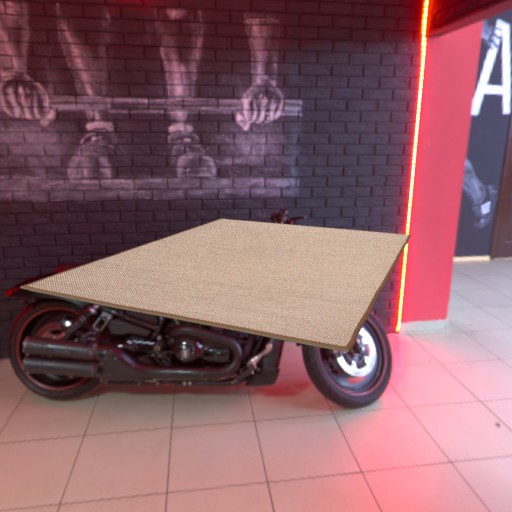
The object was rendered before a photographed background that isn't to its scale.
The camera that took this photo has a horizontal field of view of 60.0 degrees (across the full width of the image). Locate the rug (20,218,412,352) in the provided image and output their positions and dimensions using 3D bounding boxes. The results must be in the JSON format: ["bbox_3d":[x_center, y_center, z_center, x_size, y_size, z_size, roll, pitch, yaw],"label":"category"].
[{"bbox_3d":[0.000,0.000,4.049,2.413,0.020,3.041,7,17,24],"label":"rug"}]
